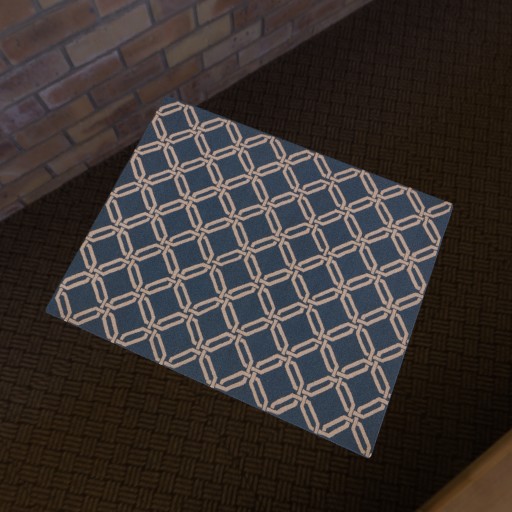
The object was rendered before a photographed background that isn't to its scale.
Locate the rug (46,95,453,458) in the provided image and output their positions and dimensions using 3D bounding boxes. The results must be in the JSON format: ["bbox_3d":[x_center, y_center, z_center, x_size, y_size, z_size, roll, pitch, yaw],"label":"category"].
[{"bbox_3d":[0.000,0.000,3.820,2.867,0.020,2.277,22,75,6],"label":"rug"}]
